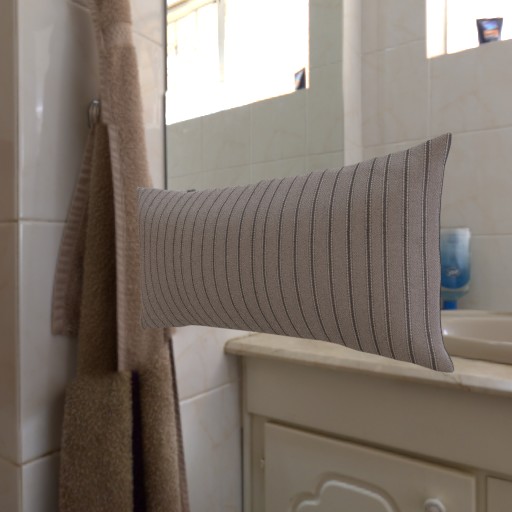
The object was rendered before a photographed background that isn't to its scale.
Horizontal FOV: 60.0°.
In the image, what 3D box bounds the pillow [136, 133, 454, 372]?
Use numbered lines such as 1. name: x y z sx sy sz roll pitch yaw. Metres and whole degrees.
1. pillow: 0.000 0.000 0.731 0.609 0.305 0.151 0 0 37
